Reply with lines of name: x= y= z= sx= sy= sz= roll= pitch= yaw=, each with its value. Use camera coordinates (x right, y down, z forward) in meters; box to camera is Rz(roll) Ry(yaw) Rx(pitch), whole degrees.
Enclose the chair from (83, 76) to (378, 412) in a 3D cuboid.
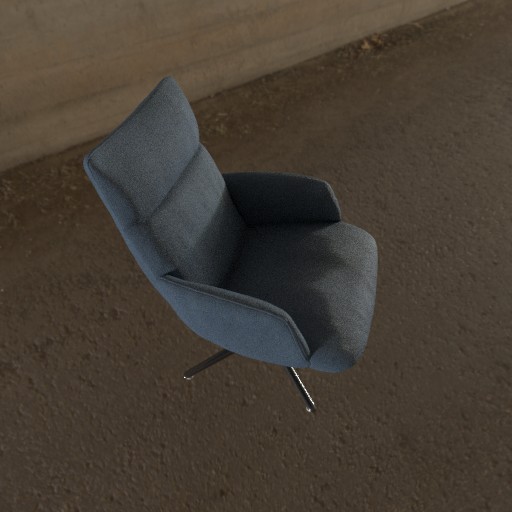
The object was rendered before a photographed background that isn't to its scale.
chair: x=0.000 y=0.000 z=1.599 sx=0.889 sy=1.016 sz=0.711 roll=12 pitch=47 yaw=11
